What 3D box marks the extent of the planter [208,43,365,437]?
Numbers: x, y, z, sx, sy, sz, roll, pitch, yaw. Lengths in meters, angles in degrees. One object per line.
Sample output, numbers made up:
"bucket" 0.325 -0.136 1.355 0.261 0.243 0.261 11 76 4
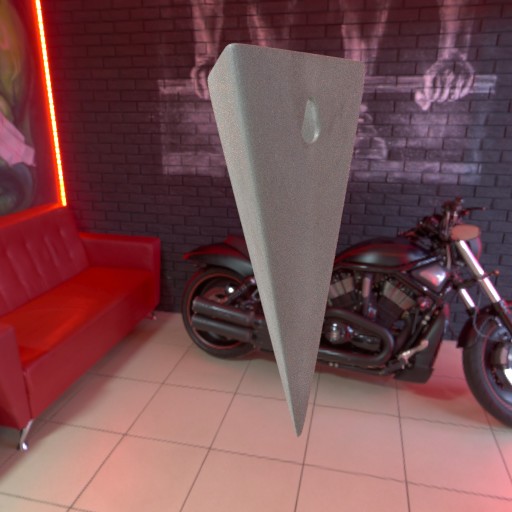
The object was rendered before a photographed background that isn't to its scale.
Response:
"planter" 0.000 0.000 0.160 0.058 0.130 0.047 -16 24 -42
